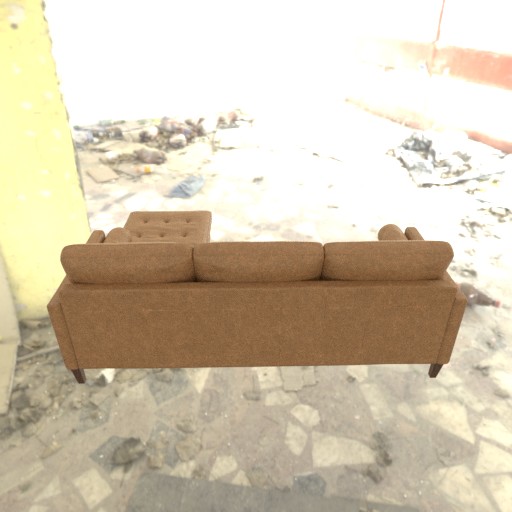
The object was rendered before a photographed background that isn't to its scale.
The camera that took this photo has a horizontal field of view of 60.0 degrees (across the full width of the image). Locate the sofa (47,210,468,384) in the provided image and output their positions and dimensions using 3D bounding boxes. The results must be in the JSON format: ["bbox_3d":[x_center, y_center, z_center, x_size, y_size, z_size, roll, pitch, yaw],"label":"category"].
[{"bbox_3d":[0.000,0.000,2.989,2.178,0.876,1.506,-1,31,-1],"label":"sofa"}]
